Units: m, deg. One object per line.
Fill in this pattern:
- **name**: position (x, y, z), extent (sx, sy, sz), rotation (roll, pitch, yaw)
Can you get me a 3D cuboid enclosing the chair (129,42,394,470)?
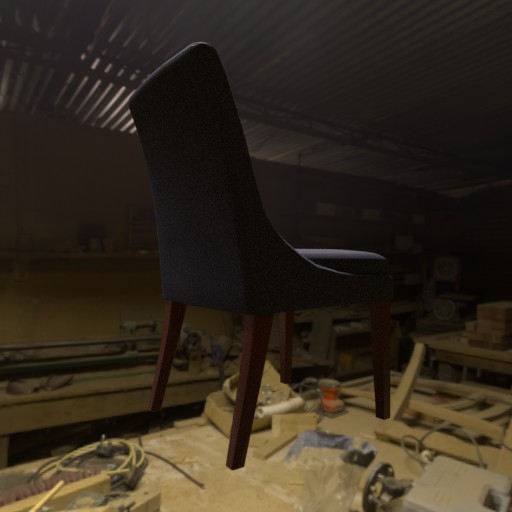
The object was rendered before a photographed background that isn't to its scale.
- **chair**: position (0.000, 0.000, 1.318), extent (0.655, 0.952, 0.508), rotation (0, 0, -35)
